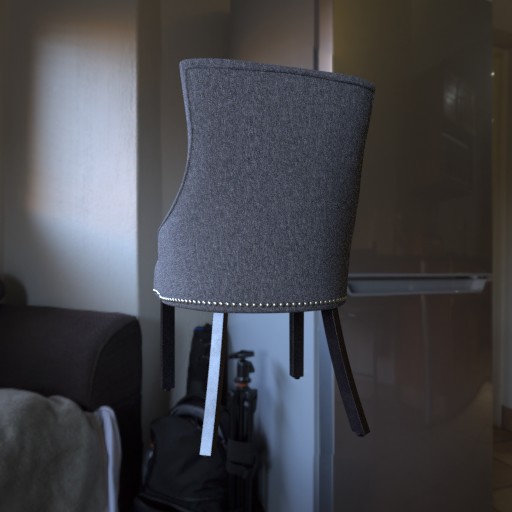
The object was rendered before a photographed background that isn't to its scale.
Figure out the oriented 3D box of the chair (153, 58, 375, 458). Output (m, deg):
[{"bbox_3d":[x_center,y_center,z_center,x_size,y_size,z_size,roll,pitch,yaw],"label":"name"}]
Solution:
[{"bbox_3d":[0.000,0.000,1.316,0.566,0.909,0.629,0,0,-17],"label":"chair"}]
